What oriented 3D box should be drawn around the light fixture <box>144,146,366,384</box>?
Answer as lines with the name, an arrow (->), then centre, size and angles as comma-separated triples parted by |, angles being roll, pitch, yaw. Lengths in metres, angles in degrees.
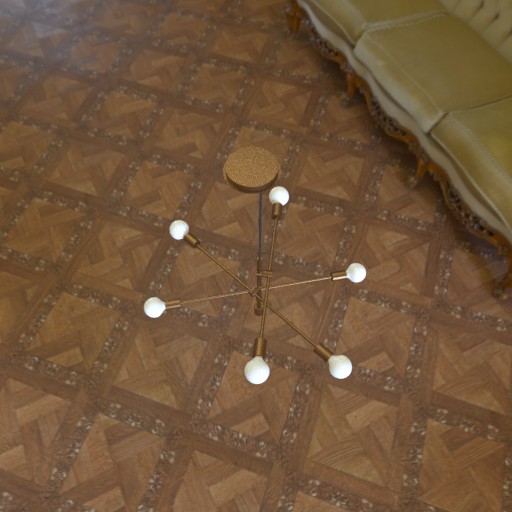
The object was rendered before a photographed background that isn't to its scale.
light fixture -> 0.000, 0.000, 1.244 | 0.682, 0.744, 0.637 | 16, 61, 9
